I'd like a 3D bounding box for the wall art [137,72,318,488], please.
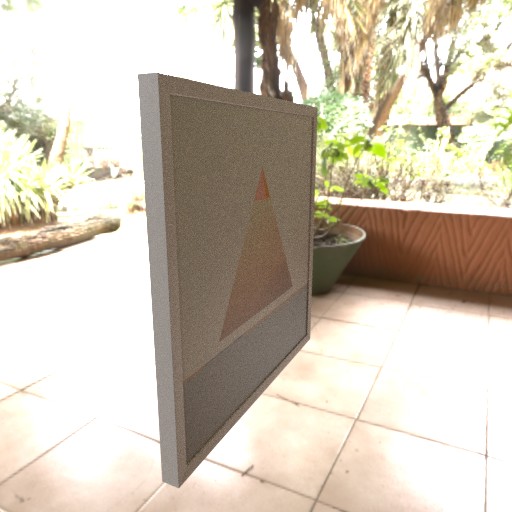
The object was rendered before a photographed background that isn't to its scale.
[{"bbox_3d":[0.000,0.000,1.120,0.041,0.765,0.768,7,16,25],"label":"wall art"}]
